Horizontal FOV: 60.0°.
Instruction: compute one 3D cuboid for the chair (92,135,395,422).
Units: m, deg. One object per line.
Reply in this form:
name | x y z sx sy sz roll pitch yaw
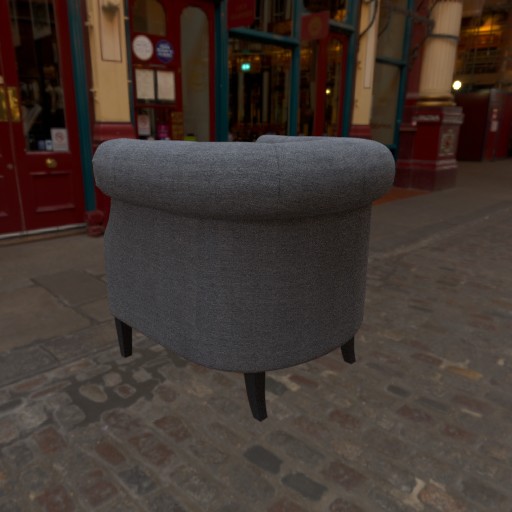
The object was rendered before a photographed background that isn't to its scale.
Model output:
chair | 0.000 0.000 1.593 0.905 0.827 0.852 -16 23 -42
